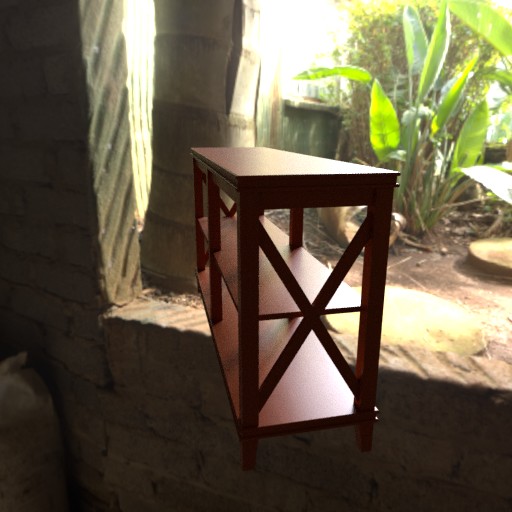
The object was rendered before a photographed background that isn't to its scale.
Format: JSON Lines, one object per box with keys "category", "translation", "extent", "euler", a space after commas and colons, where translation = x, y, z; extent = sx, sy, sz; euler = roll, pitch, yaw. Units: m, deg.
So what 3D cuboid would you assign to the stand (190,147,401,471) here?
{"category": "stand", "translation": [0.000, 0.000, 1.719], "extent": [0.381, 0.762, 1.372], "euler": [-3, 17, -12]}
